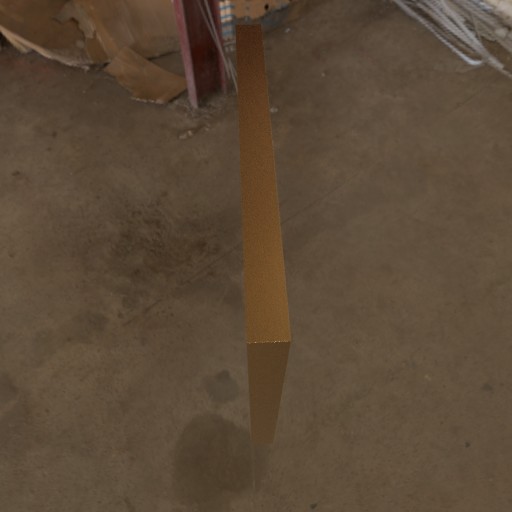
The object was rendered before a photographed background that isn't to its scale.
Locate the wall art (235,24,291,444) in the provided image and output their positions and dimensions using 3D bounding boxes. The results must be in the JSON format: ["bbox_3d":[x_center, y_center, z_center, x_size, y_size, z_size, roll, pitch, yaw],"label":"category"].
[{"bbox_3d":[0.000,0.000,0.750,0.040,0.509,0.509,-2,57,-1],"label":"wall art"}]
